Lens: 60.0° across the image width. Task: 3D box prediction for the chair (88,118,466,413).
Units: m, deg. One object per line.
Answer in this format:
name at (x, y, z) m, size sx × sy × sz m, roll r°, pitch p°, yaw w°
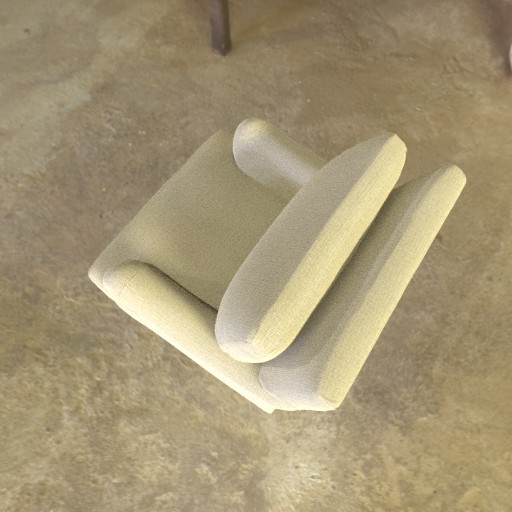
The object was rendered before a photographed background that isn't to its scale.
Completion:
chair at (0.000, 0.000, 1.799) m, size 1.070 × 1.038 × 0.955 m, roll 31°, pitch 68°, yaw 14°
